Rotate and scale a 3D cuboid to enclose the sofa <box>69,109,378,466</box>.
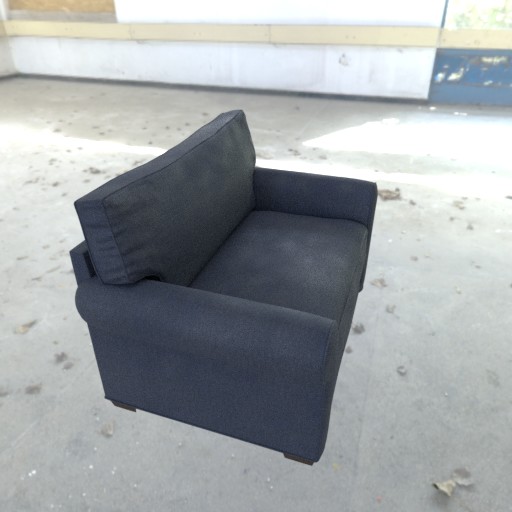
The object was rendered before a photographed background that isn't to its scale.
[{"bbox_3d":[0.000,0.000,2.021,0.938,1.004,1.405,10,32,16],"label":"sofa"}]
